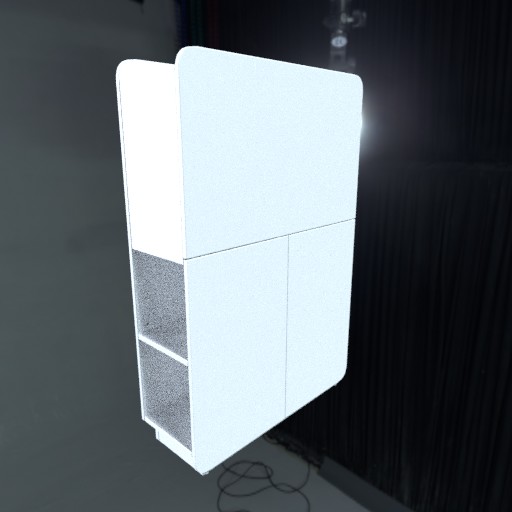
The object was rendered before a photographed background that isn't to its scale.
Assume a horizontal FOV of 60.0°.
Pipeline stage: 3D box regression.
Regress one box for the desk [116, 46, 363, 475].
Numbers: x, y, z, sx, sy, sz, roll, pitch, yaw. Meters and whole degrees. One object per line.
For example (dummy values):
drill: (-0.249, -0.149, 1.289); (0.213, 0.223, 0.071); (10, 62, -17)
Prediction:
desk: (0.000, 0.000, 1.510); (0.278, 1.190, 0.795); (14, 21, 42)
